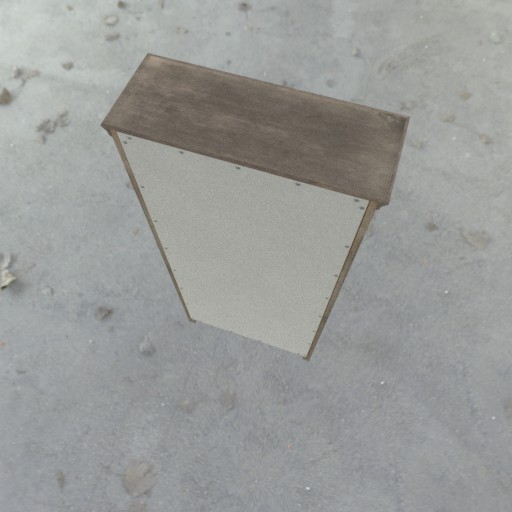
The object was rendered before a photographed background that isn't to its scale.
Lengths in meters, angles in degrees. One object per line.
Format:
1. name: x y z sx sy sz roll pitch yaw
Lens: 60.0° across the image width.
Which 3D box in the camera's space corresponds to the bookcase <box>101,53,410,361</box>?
1. bookcase: 0.000 0.000 2.210 0.906 1.880 0.348 17 64 8
